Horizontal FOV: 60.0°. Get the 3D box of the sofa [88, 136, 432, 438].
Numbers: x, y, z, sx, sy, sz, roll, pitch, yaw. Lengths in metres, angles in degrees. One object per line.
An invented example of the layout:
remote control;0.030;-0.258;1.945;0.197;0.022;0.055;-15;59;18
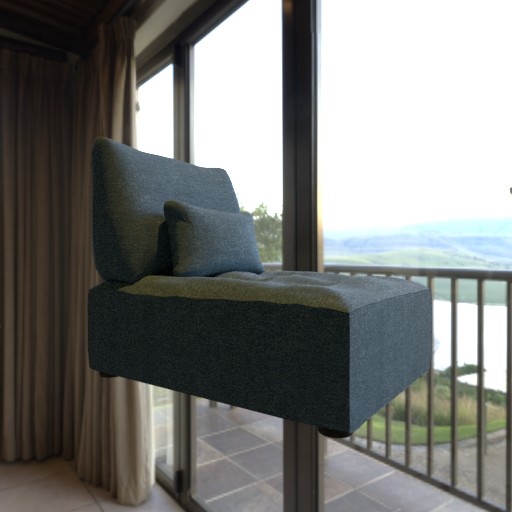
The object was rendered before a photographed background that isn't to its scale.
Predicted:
sofa;0.000;0.000;1.538;1.000;0.820;0.700;0;1;35
